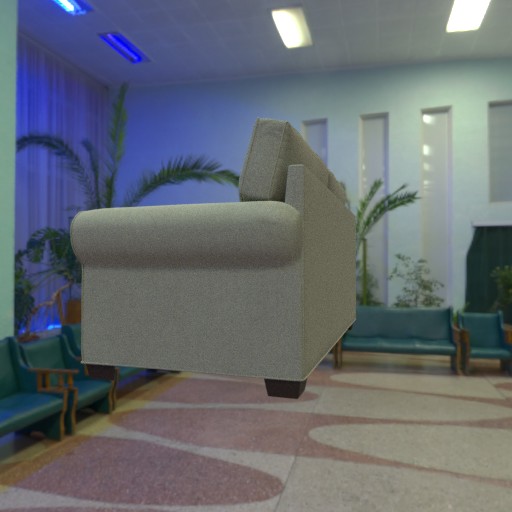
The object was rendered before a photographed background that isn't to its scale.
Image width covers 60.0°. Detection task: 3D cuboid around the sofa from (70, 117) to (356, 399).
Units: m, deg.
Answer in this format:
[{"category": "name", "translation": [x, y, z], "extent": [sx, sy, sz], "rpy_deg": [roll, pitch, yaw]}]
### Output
[{"category": "sofa", "translation": [0.000, 0.000, 2.291], "extent": [0.861, 0.933, 1.774], "rpy_deg": [0, -1, 18]}]
